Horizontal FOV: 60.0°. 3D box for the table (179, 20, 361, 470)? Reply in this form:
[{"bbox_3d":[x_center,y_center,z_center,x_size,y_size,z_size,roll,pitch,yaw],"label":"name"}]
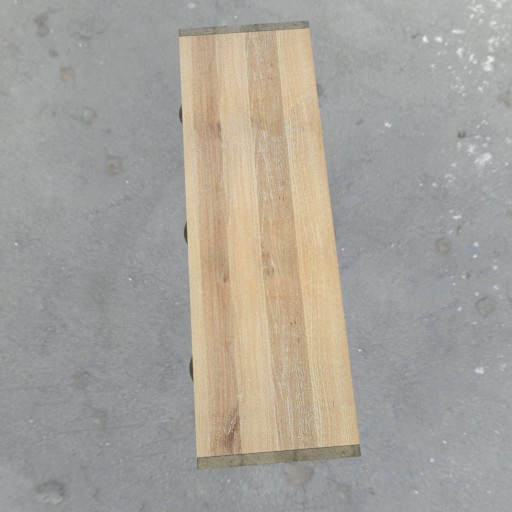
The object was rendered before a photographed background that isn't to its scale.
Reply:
[{"bbox_3d":[0.000,0.000,1.403,0.361,0.763,1.059,-4,77,-1],"label":"table"}]
